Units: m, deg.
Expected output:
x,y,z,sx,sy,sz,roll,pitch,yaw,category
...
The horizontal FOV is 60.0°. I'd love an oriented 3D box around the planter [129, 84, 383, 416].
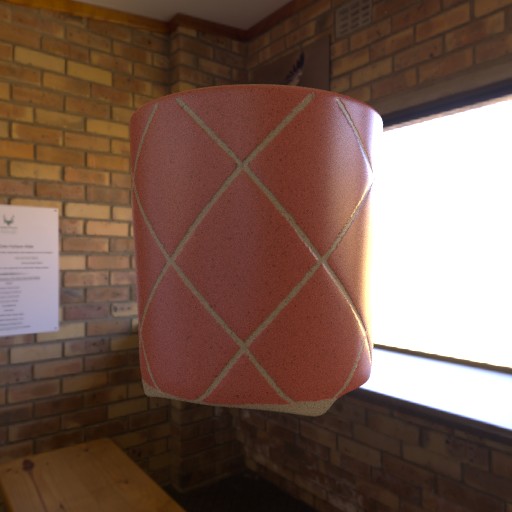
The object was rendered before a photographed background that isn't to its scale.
x,y,z,sx,sy,sz,roll,pitch,yaw,category
0.000,0.000,0.414,0.227,0.235,0.227,0,0,0,planter
